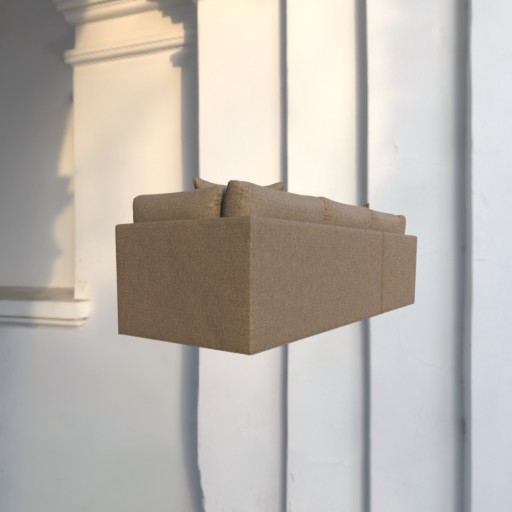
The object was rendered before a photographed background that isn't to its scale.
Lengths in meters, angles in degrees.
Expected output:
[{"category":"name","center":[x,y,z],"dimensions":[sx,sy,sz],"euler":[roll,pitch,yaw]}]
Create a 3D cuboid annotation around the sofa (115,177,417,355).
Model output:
[{"category":"sofa","center":[0.000,0.000,3.902],"dimensions":[1.994,0.978,2.896],"euler":[0,0,35]}]
